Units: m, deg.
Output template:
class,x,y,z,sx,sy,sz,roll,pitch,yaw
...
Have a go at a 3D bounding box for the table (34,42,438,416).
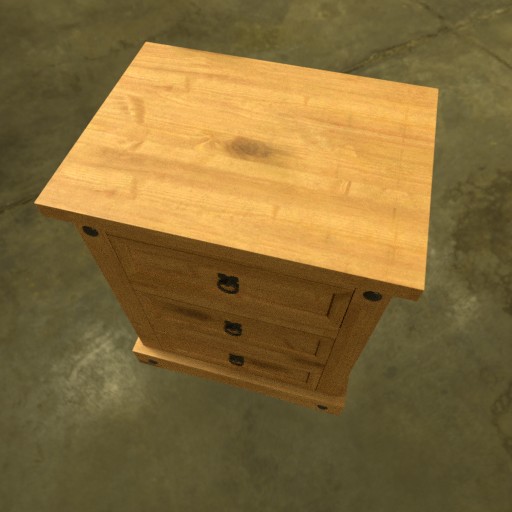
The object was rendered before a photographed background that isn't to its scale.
class,x,y,z,sx,sy,sz,roll,pitch,yaw
table,0.000,0.000,1.188,0.660,0.813,0.500,13,58,8
